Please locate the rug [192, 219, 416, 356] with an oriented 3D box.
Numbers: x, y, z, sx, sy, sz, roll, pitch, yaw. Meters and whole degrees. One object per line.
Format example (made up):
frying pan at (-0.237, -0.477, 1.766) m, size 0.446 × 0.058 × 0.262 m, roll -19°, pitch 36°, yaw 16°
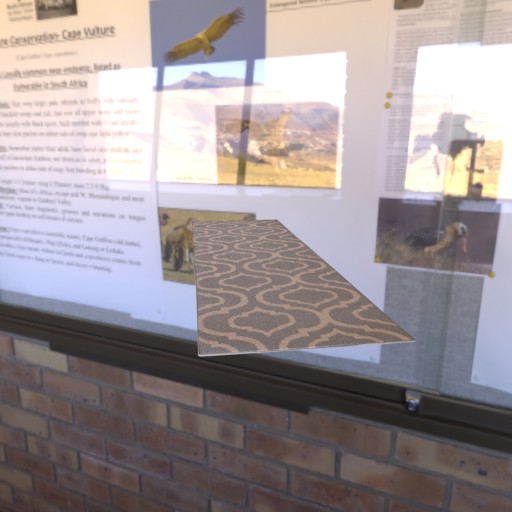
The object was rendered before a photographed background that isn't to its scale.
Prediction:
rug at (0.000, 0.000, 2.434) m, size 0.684 × 0.009 × 2.275 m, roll -2°, pitch 15°, yaw -8°
